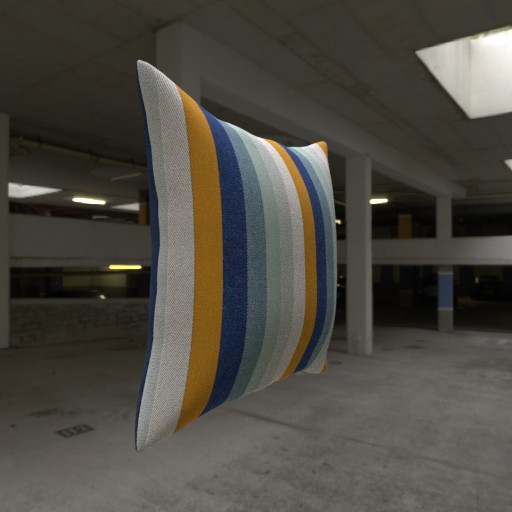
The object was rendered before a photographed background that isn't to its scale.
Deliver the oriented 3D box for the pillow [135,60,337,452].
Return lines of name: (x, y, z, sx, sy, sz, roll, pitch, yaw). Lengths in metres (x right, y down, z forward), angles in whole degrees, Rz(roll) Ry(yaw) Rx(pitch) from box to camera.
pillow: (0.000, 0.000, 0.696, 0.173, 0.454, 0.463, 0, -1, 36)
